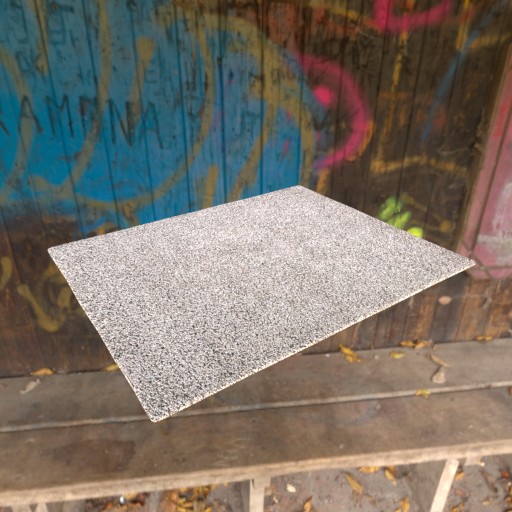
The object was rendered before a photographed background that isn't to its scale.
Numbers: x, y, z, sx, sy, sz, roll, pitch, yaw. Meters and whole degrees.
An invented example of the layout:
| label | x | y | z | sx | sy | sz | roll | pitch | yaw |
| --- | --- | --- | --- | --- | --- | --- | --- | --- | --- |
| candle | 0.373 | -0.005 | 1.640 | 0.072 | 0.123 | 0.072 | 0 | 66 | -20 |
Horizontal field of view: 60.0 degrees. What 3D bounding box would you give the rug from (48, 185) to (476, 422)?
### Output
| label | x | y | z | sx | sy | sz | roll | pitch | yaw |
| --- | --- | --- | --- | --- | --- | --- | --- | --- | --- |
| rug | 0.000 | 0.000 | 4.015 | 3.047 | 0.029 | 2.438 | -18 | 34 | -30 |
